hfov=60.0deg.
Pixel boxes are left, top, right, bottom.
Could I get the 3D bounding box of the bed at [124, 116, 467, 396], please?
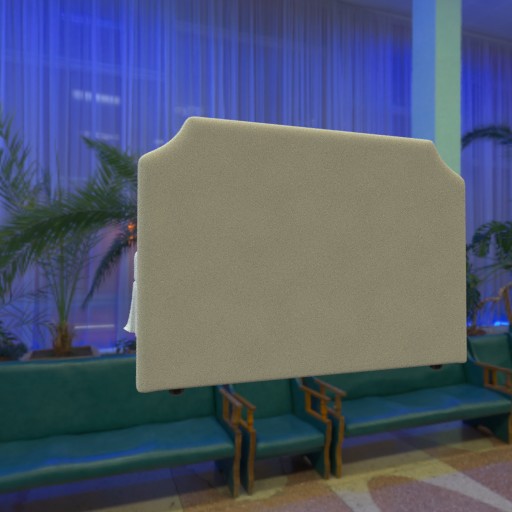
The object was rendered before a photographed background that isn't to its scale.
[{"bbox_3d":[0.000,0.000,3.277,1.827,1.296,2.209,0,0,-18],"label":"bed"}]
